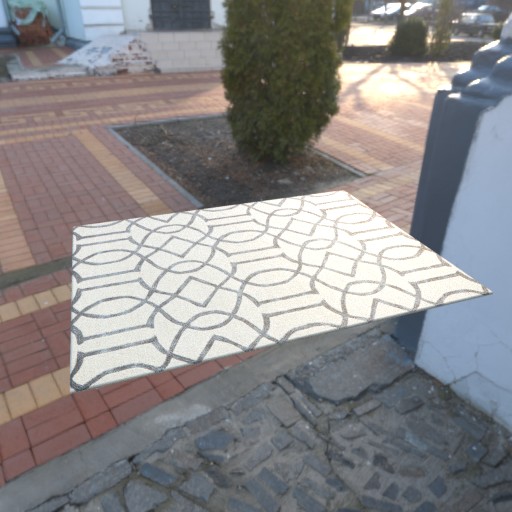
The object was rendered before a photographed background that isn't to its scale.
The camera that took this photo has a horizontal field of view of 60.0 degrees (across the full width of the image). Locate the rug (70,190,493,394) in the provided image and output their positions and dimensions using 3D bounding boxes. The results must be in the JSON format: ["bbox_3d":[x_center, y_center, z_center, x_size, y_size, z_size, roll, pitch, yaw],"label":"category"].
[{"bbox_3d":[0.000,0.000,3.725,2.910,0.021,2.211,-10,31,-17],"label":"rug"}]
